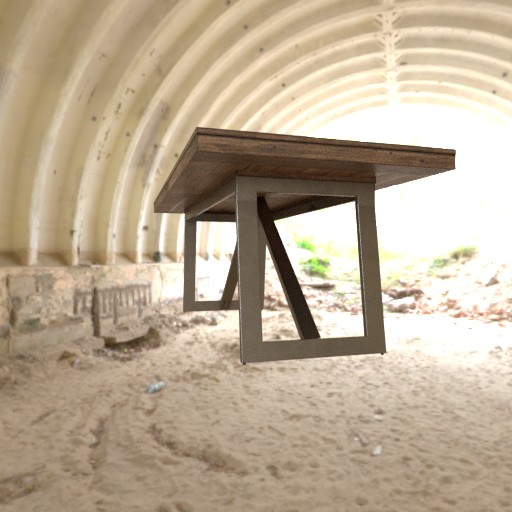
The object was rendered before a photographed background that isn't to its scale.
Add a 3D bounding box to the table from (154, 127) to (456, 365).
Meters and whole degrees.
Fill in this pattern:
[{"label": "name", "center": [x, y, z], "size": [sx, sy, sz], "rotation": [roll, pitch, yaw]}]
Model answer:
[{"label": "table", "center": [0.000, 0.000, 2.341], "size": [0.931, 0.757, 1.867], "rotation": [0, 0, -17]}]
